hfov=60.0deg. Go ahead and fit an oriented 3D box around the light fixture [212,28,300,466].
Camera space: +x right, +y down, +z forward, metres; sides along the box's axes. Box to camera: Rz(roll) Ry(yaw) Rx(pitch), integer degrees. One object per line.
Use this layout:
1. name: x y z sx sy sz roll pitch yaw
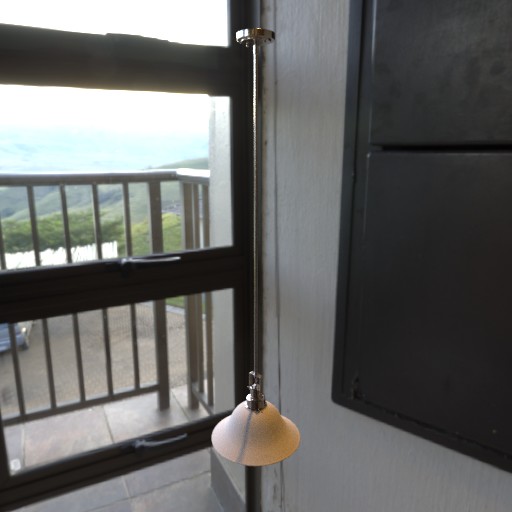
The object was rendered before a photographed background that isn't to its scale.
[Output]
1. light fixture: 0.000 0.000 1.468 0.324 1.354 0.324 -13 18 -43
